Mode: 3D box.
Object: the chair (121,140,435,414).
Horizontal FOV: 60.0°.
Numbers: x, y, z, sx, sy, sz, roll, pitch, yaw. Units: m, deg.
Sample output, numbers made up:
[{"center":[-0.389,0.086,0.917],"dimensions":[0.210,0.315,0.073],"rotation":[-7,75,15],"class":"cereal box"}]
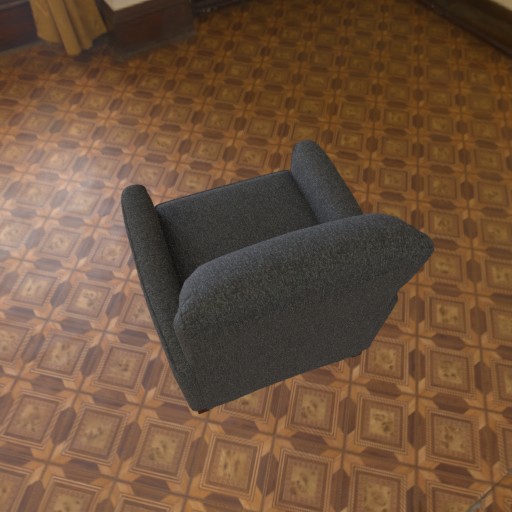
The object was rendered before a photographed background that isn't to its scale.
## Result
[{"center":[0.000,0.000,1.628],"dimensions":[0.839,1.016,0.850],"rotation":[-17,58,-11],"class":"chair"}]
